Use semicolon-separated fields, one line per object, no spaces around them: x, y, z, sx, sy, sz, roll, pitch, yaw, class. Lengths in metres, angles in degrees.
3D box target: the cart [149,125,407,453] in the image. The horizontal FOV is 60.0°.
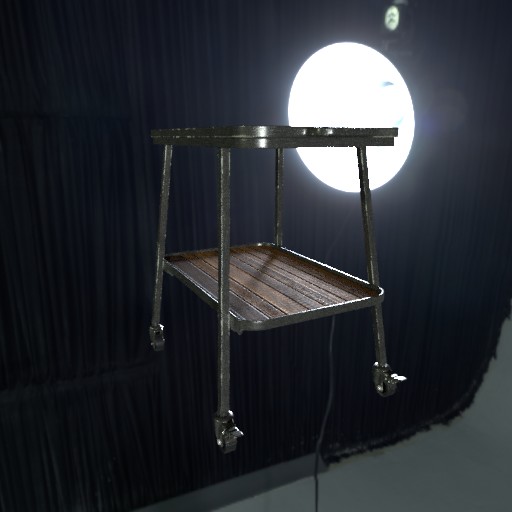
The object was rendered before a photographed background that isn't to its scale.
0.000;0.000;1.272;0.515;0.700;0.806;-8;17;-27;cart
